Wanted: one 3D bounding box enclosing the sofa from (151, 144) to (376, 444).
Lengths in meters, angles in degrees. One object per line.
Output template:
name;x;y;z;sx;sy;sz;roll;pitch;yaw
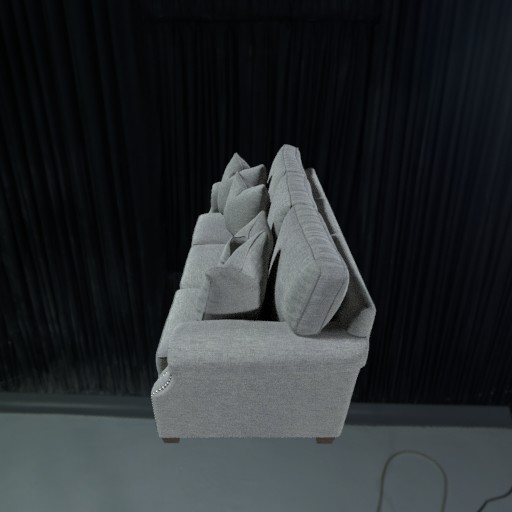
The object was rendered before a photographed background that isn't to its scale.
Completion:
sofa;0.000;0.000;2.857;0.965;0.975;2.312;0;26;0
